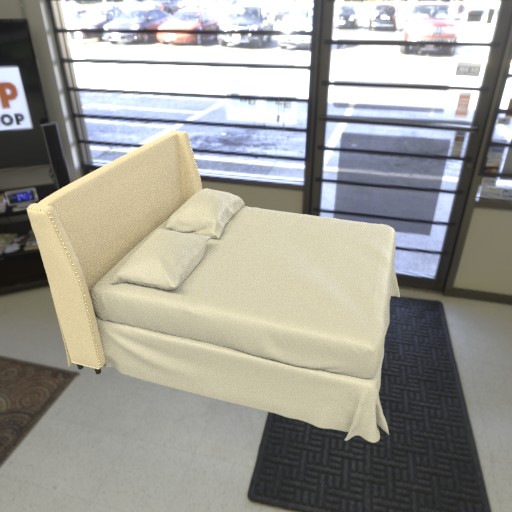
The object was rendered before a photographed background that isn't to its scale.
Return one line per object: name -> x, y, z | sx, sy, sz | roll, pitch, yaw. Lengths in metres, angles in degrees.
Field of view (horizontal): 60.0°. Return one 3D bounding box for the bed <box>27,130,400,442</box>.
bed -> 0.000, 0.000, 3.416 | 2.276, 1.332, 1.925 | 9, 31, 16
